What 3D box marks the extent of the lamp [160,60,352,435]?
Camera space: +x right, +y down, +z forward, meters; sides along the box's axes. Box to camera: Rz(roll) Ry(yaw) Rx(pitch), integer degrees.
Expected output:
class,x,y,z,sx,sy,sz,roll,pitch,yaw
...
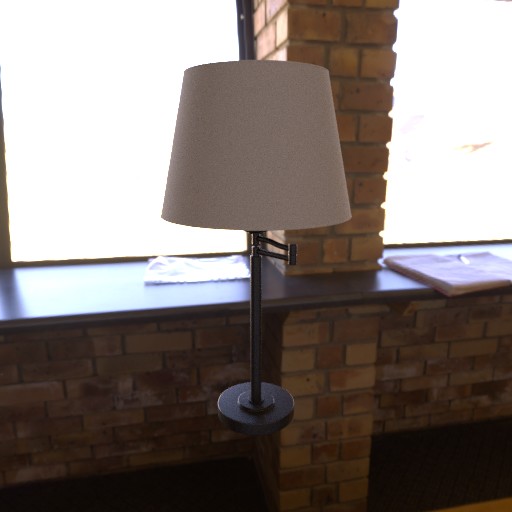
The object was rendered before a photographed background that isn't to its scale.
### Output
class,x,y,z,sx,sy,sz,roll,pitch,yaw
lamp,0.000,0.000,0.879,0.363,0.696,0.363,0,14,0
